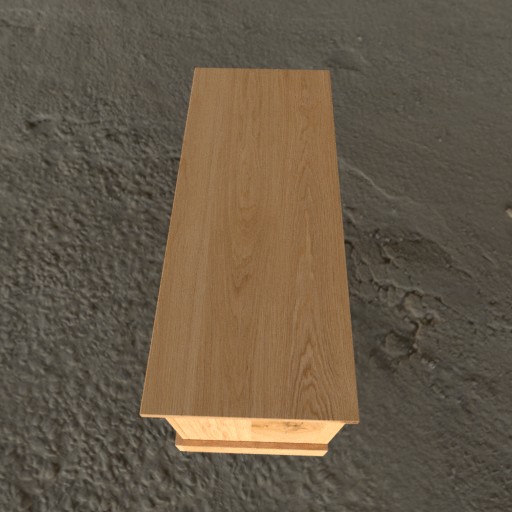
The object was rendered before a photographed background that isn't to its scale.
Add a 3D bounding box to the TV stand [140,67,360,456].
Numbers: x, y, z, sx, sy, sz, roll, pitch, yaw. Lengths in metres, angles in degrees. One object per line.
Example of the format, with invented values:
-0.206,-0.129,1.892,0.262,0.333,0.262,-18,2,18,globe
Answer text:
0.000,0.000,1.385,0.440,0.550,1.080,2,59,1,TV stand
